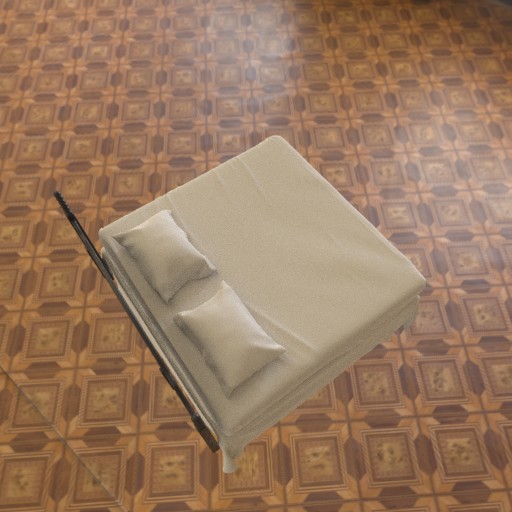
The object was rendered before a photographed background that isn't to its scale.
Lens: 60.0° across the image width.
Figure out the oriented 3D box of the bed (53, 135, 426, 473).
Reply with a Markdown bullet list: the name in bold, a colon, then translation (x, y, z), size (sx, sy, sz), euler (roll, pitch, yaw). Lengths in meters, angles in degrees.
- **bed**: translation (0.000, 0.000, 3.642), size (2.219, 1.355, 2.322), euler (-32, 65, -17)
